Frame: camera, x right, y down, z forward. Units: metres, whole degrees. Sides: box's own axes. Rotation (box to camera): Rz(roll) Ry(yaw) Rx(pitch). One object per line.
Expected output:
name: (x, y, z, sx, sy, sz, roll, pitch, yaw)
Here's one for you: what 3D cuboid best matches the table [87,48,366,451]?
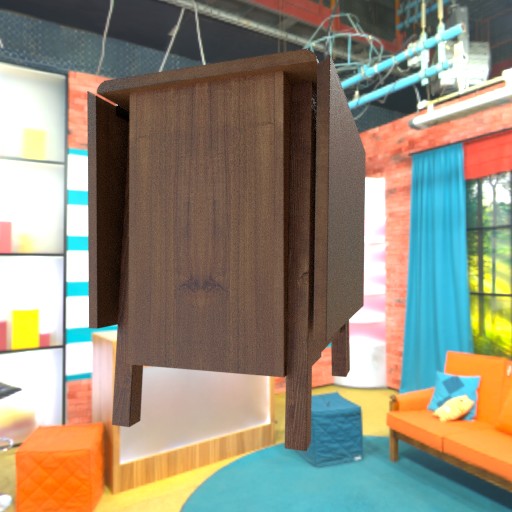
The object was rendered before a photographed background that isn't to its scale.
table: (0.000, 0.000, 1.614, 0.701, 0.981, 0.967, 0, -1, 19)
